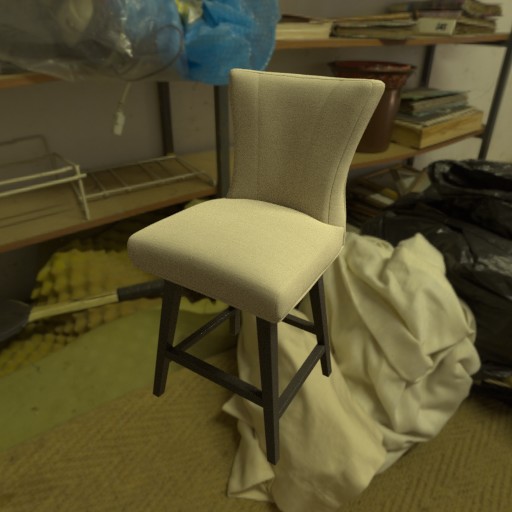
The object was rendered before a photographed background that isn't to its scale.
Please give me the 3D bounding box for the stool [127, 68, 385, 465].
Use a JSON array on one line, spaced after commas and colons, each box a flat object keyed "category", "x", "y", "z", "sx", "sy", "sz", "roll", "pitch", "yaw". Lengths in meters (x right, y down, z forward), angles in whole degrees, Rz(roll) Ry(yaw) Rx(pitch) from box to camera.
[{"category": "stool", "x": 0.000, "y": 0.000, "z": 1.362, "sx": 0.514, "sy": 1.000, "sz": 0.574, "roll": 18, "pitch": 34, "yaw": 29}]
